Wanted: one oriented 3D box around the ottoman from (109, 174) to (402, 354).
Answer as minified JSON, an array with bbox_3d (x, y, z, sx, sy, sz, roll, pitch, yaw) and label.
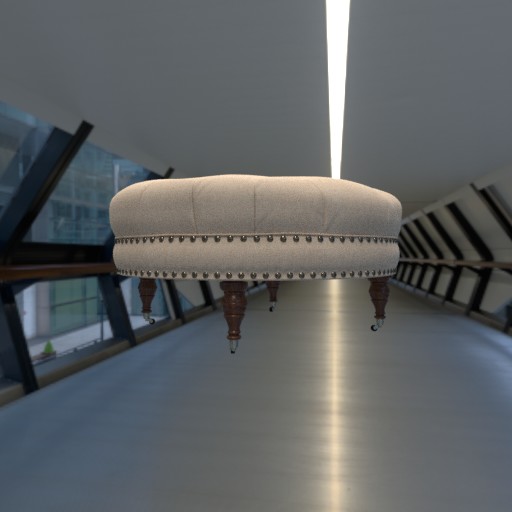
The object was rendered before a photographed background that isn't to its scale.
[{"bbox_3d":[0.000,0.000,1.494,0.940,0.483,0.940,0,1,0],"label":"ottoman"}]
